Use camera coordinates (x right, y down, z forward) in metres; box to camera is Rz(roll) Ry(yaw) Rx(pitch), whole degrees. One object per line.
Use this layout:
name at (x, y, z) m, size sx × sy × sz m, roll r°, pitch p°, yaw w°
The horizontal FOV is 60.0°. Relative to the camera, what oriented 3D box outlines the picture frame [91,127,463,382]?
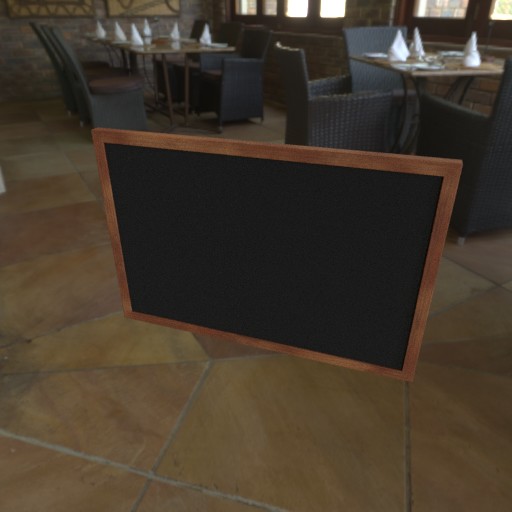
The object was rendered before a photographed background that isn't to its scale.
picture frame at (0.000, 0.000, 1.255) m, size 0.950 × 0.640 × 0.029 m, roll 9°, pitch 30°, yaw 16°
